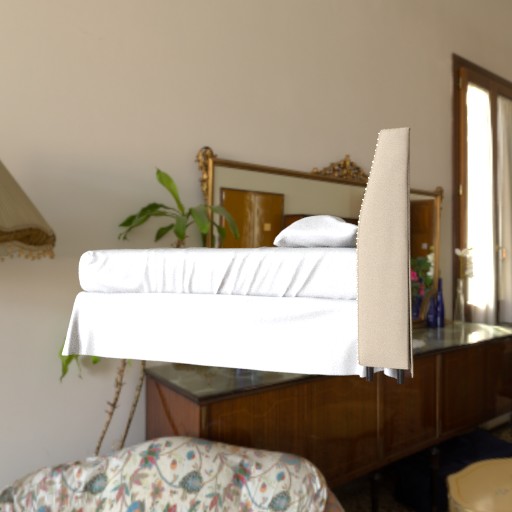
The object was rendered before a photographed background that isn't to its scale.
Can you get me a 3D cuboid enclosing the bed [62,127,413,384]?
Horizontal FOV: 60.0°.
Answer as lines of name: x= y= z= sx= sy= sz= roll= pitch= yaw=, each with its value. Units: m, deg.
bed: x=0.000 y=0.000 z=3.474 sx=2.276 sy=1.332 sz=1.925 roll=0 pitch=0 yaw=18
